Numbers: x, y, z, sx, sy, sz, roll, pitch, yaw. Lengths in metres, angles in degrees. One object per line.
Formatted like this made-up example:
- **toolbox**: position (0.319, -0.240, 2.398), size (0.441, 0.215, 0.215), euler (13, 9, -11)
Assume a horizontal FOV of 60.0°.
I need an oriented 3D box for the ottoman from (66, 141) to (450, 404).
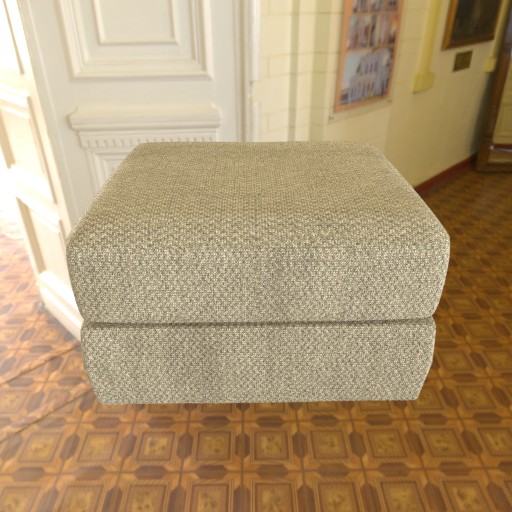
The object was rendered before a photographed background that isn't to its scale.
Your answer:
- **ottoman**: position (0.000, 0.000, 1.126), size (0.751, 0.476, 0.603), euler (-1, 30, -1)
